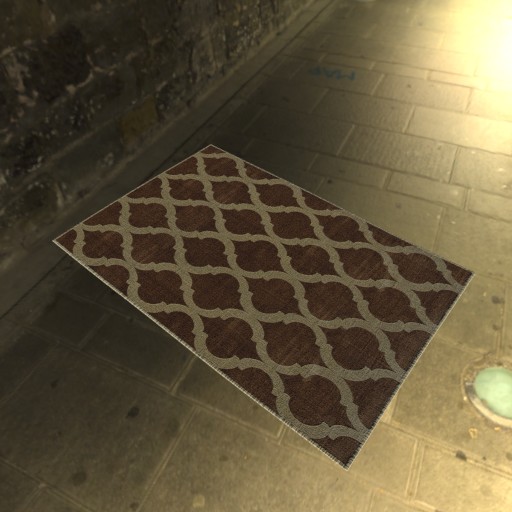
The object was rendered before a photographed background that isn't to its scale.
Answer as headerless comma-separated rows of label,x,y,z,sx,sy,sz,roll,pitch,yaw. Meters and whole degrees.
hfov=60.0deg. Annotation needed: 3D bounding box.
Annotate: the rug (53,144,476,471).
rug,0.000,0.000,2.849,2.284,0.008,1.522,31,54,26
